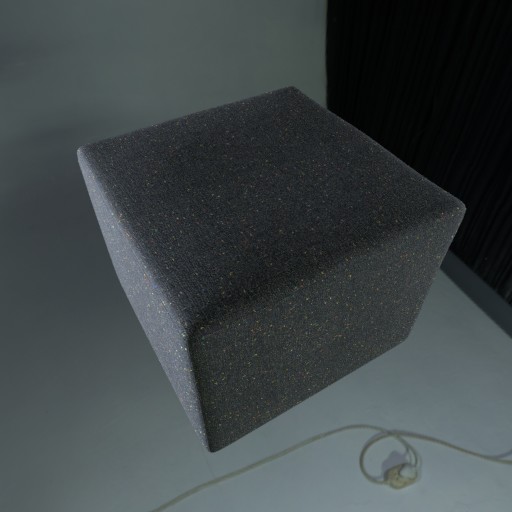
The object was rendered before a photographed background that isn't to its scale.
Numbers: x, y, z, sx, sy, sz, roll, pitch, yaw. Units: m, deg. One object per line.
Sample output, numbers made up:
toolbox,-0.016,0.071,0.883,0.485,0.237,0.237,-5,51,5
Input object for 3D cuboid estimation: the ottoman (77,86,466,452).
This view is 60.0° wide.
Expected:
ottoman,0.000,0.000,0.903,0.508,0.432,0.508,-23,51,-21
